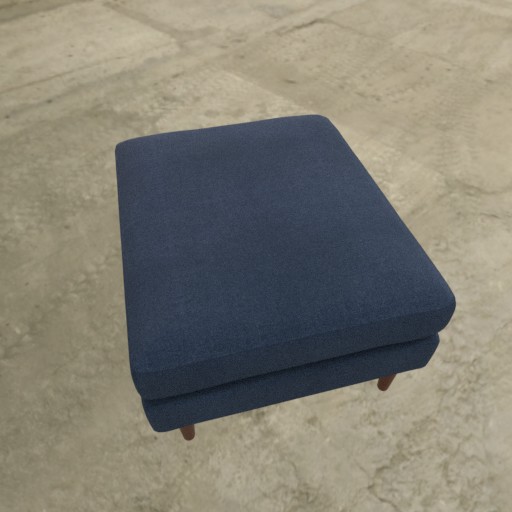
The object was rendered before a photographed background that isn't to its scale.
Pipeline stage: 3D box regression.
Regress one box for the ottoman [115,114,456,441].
[{"bbox_3d":[0.000,0.000,1.262,0.693,0.474,0.821,-11,47,-10],"label":"ottoman"}]
